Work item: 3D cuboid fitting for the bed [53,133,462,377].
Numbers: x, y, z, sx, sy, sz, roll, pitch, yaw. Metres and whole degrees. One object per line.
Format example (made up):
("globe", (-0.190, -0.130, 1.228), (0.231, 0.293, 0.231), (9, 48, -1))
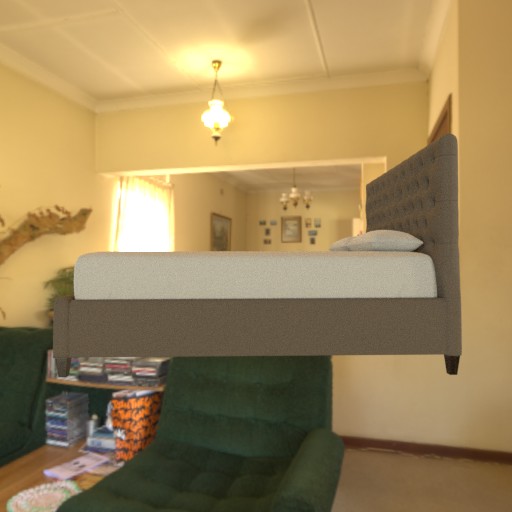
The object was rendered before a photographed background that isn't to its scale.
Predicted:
("bed", (0.000, 0.000, 3.409), (2.387, 1.427, 1.698), (0, -1, -1))
